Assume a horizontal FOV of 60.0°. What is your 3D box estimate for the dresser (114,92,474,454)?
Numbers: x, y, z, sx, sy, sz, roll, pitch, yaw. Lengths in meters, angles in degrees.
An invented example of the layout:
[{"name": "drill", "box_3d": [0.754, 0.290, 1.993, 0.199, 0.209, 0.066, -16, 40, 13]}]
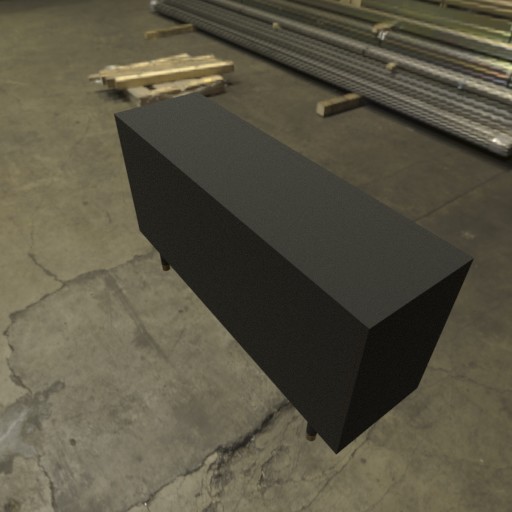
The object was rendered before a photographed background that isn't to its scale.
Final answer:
[{"name": "dresser", "box_3d": [0.000, 0.000, 1.945, 0.463, 0.872, 1.558, -26, 48, -26]}]
